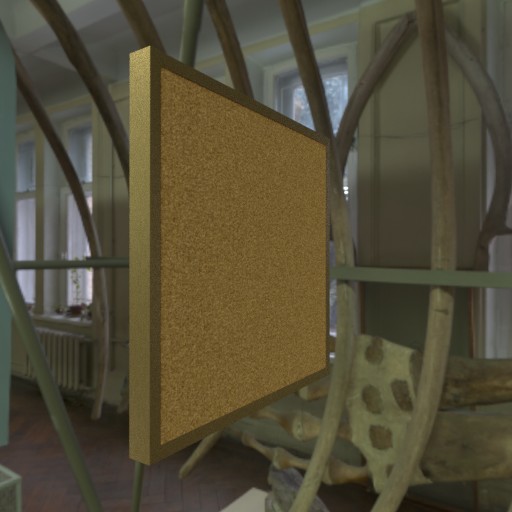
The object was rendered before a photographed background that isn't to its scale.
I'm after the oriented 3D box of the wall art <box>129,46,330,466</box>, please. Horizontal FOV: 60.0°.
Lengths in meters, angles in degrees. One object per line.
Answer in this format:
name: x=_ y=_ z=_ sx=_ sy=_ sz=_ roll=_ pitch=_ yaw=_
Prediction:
wall art: x=0.000 y=0.000 z=0.758 sx=0.037 sy=0.509 sz=0.510 roll=0 pitch=0 yaw=34
